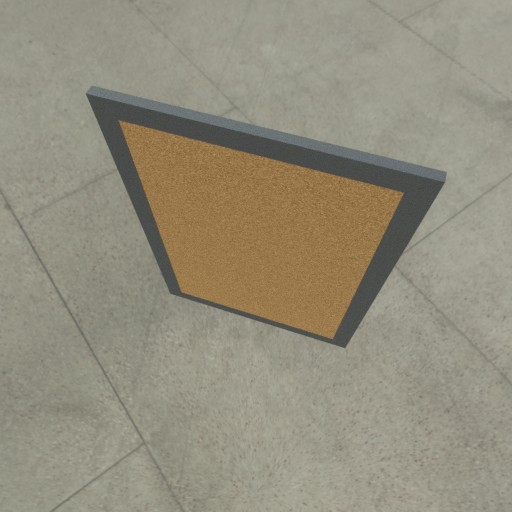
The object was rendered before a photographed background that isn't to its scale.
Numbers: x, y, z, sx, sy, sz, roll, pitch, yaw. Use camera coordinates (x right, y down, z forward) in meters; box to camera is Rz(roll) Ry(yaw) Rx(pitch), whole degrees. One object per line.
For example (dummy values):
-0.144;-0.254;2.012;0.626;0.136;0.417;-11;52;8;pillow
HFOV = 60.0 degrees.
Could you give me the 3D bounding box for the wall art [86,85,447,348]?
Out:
0.000;0.000;0.683;0.380;0.534;0.013;16;63;9;wall art
